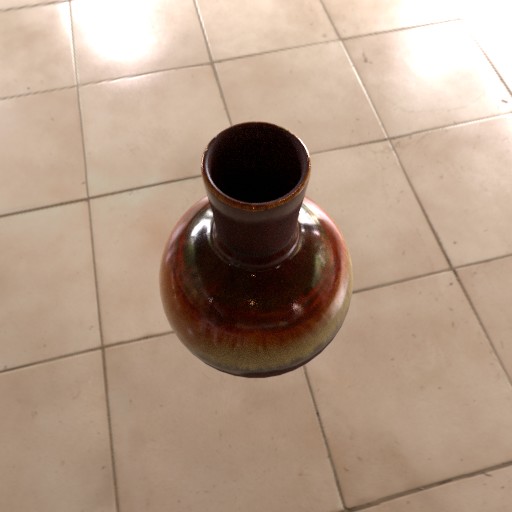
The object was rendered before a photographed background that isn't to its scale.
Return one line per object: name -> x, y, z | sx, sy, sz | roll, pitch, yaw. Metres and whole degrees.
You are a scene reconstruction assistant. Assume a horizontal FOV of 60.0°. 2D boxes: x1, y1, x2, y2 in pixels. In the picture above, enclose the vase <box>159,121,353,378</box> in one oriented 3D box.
vase -> 0.000, 0.000, 0.232 | 0.111, 0.154, 0.111 | 0, 63, 0
